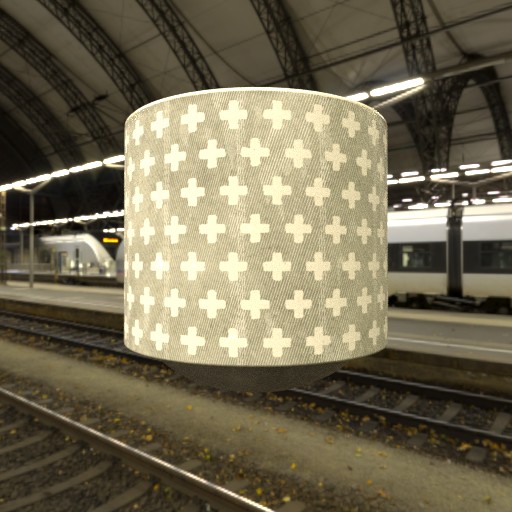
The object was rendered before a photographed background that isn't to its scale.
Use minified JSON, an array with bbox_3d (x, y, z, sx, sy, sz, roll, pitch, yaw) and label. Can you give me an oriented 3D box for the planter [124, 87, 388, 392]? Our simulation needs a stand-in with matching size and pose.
[{"bbox_3d":[0.000,0.000,0.439,0.250,0.239,0.250,0,-1,0],"label":"planter"}]
